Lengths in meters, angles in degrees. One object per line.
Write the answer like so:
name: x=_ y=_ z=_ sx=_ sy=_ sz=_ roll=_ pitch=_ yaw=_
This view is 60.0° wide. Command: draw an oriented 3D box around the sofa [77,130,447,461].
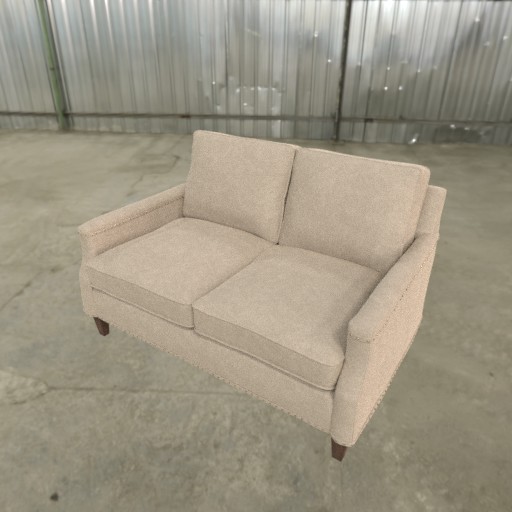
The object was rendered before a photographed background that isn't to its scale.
sofa: x=0.000 y=0.000 z=2.275 sx=1.597 sy=1.002 sz=1.084 roll=18 pitch=33 yaw=29
